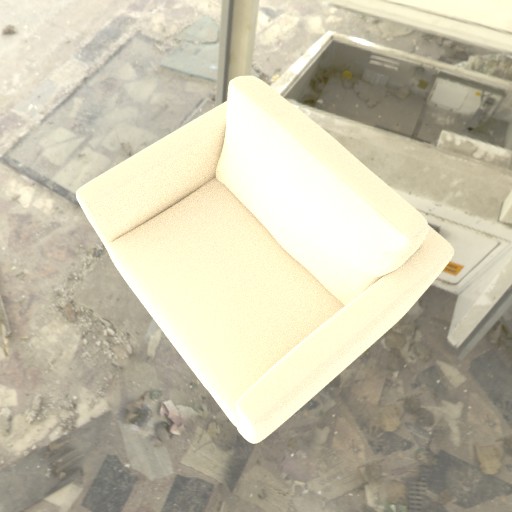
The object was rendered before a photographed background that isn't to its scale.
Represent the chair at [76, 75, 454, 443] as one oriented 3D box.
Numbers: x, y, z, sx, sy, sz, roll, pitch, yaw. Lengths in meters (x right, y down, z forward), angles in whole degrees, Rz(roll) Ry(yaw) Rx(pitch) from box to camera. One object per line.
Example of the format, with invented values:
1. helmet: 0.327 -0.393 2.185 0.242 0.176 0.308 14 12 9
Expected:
1. chair: 0.000 0.000 1.690 0.878 0.885 1.019 -36 68 -17
